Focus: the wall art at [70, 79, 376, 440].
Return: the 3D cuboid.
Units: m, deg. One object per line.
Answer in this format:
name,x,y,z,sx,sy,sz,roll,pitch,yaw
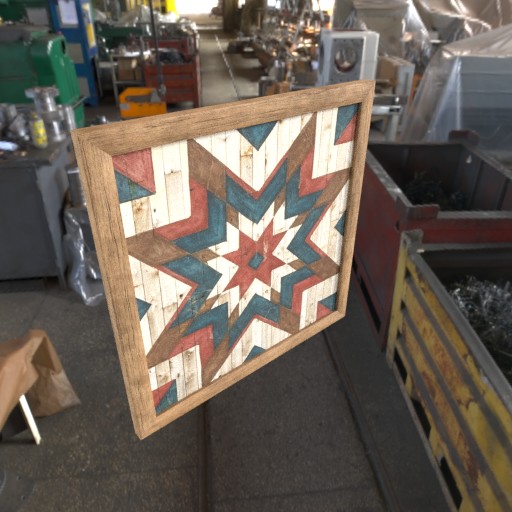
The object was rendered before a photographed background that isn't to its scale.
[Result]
wall art,0.000,0.000,1.019,0.695,0.691,0.029,-23,38,-33
